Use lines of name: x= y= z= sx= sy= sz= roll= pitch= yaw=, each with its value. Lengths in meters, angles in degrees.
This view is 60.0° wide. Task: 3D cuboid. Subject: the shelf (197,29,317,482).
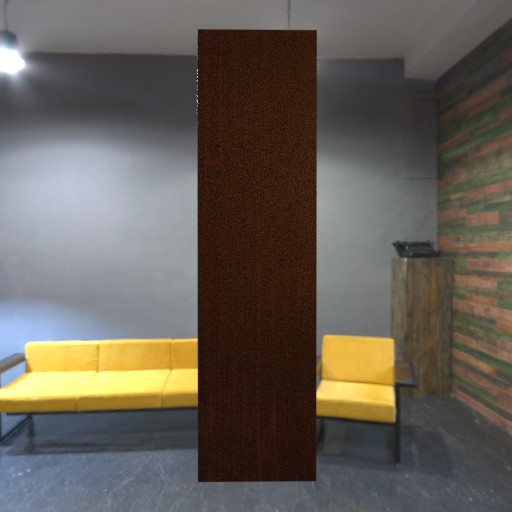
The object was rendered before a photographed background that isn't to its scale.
shelf: x=0.000 y=0.000 z=1.282 sx=0.290 sy=1.099 sz=0.415 roll=0 pitch=1 yaw=-1
